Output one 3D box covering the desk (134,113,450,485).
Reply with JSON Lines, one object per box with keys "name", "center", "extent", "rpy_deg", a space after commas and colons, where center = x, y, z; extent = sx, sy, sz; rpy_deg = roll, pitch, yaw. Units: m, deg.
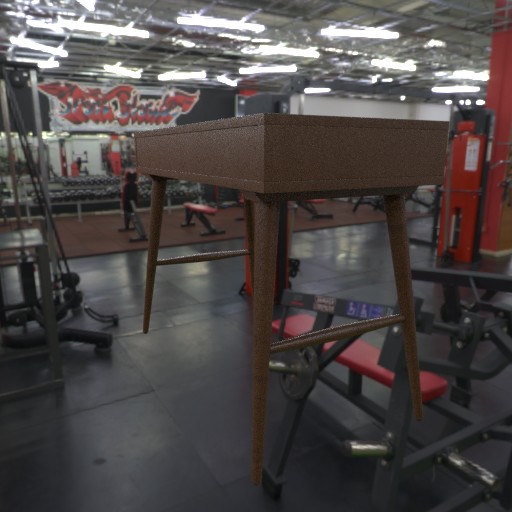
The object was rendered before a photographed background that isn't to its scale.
{"name": "desk", "center": [0.000, 0.000, 1.366], "extent": [0.510, 0.758, 0.949], "rpy_deg": [-7, 15, -27]}
